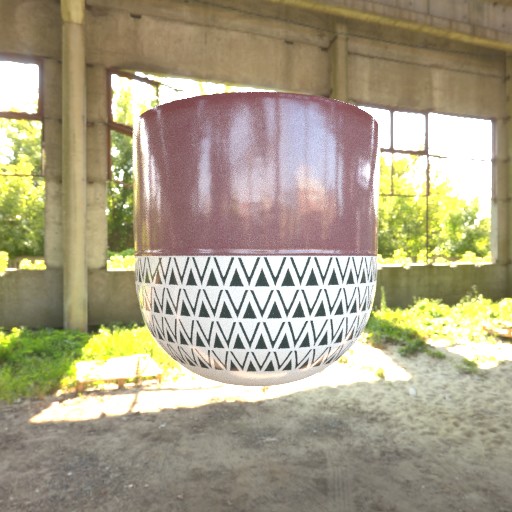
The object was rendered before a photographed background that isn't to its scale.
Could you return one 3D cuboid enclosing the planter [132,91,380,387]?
[{"bbox_3d":[0.000,0.000,0.495,0.266,0.270,0.266,0,0,0],"label":"planter"}]
